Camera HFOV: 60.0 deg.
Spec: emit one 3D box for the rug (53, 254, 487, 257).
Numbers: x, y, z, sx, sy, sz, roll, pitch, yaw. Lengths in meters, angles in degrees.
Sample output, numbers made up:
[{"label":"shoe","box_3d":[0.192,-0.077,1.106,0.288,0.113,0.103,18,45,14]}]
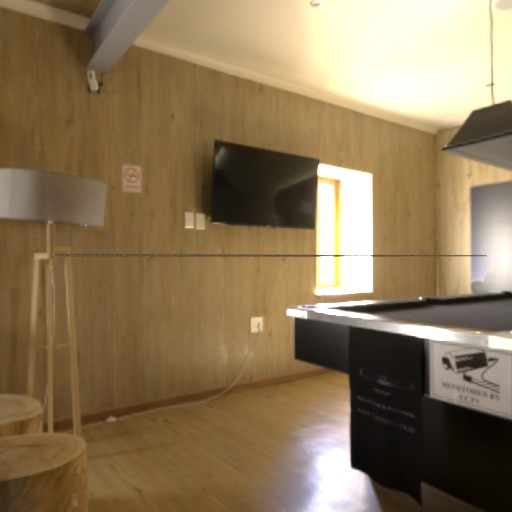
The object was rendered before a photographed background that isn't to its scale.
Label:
[{"label":"rug","box_3d":[0.000,0.000,2.323,1.854,0.006,1.234,0,0,-20]}]
